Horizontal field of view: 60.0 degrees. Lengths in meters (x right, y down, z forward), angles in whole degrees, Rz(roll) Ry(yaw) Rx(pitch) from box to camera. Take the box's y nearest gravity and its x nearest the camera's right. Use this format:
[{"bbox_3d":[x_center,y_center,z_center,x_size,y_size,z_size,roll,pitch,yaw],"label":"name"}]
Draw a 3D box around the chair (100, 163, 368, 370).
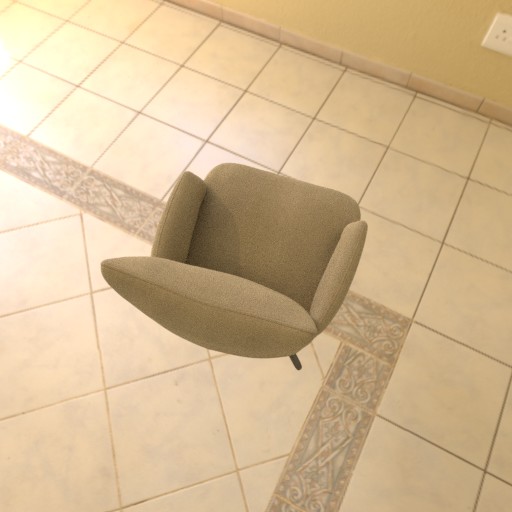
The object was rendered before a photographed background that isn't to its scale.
[{"bbox_3d":[0.000,0.000,1.619,0.711,1.016,0.889,17,65,8],"label":"chair"}]
